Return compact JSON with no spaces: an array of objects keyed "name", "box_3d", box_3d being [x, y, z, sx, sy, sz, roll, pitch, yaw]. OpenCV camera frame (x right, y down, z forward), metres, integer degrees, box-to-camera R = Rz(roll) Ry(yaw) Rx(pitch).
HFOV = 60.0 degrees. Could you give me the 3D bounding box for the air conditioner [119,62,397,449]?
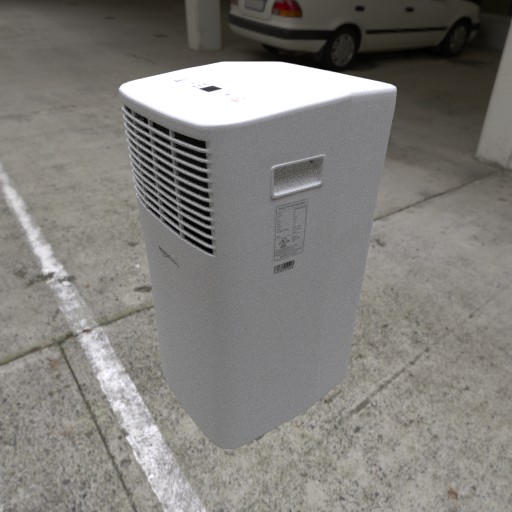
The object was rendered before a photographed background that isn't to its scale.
[{"name":"air conditioner","box_3d":[0.000,0.000,0.796,0.349,0.606,0.304,-21,38,-30]}]
